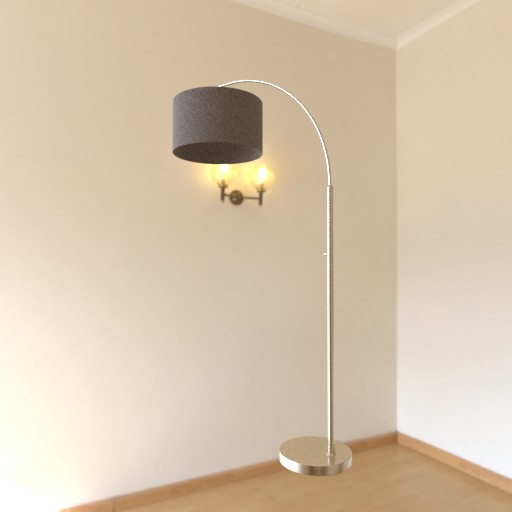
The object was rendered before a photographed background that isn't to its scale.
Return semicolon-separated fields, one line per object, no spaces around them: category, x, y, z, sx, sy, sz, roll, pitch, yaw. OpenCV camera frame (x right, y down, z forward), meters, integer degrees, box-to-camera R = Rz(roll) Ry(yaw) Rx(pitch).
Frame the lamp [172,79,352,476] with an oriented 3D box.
lamp;0.000;0.000;2.088;0.934;1.735;0.452;-1;-2;37
